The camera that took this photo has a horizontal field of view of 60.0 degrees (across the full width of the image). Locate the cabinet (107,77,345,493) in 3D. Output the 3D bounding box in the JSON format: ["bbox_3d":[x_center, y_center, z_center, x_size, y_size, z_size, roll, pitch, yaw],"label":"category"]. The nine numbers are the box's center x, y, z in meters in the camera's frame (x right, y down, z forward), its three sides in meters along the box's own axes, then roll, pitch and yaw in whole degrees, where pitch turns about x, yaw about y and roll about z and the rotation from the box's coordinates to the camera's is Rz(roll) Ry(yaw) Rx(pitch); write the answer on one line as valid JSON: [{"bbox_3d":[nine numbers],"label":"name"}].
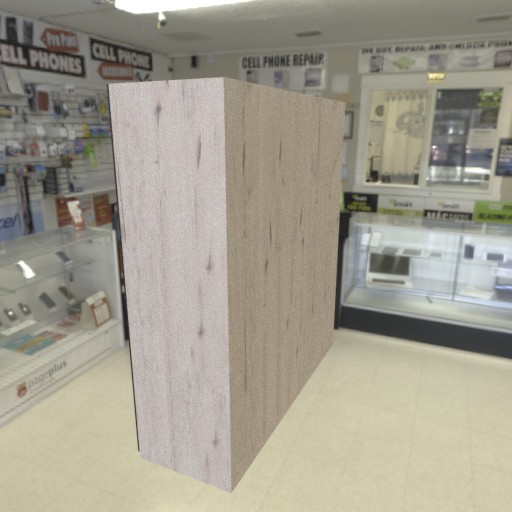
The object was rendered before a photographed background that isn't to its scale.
[{"bbox_3d":[0.000,0.000,3.197,0.660,2.180,2.000,7,17,25],"label":"cabinet"}]
